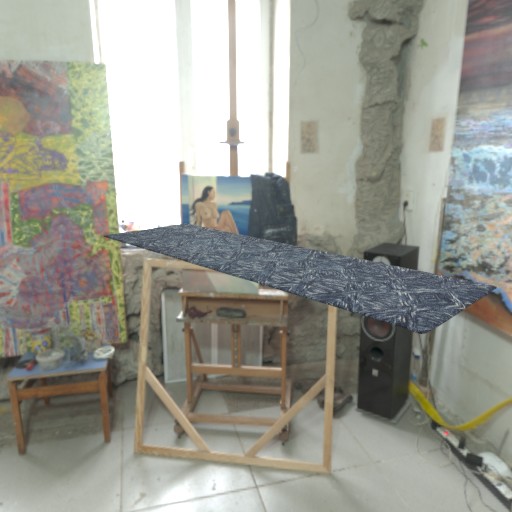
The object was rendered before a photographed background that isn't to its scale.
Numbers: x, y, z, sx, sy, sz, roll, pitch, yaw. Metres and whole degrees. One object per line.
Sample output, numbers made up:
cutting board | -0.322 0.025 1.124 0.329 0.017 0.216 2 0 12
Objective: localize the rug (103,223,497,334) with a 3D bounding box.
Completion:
rug | 0.000 0.000 2.497 0.719 0.013 2.306 -14 19 -43
